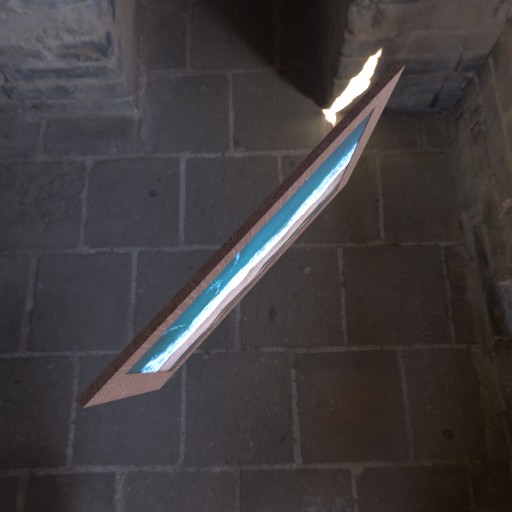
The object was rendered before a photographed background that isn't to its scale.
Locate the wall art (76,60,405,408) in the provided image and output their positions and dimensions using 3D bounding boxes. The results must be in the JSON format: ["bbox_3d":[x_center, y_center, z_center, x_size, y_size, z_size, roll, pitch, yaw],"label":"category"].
[{"bbox_3d":[0.000,0.000,1.153,0.019,0.626,0.917,41,80,9],"label":"wall art"}]
